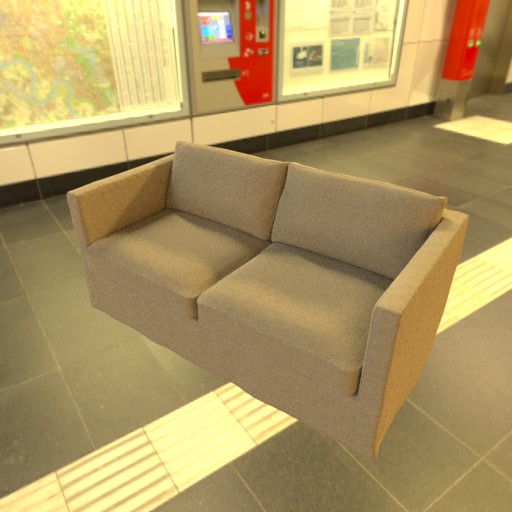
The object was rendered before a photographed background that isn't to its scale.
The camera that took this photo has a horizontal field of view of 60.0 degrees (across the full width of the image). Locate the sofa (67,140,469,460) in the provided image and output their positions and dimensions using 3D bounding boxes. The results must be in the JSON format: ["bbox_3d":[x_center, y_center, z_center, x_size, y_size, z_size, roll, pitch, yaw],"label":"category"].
[{"bbox_3d":[0.000,0.000,2.263,1.766,0.828,0.956,20,36,30],"label":"sofa"}]
